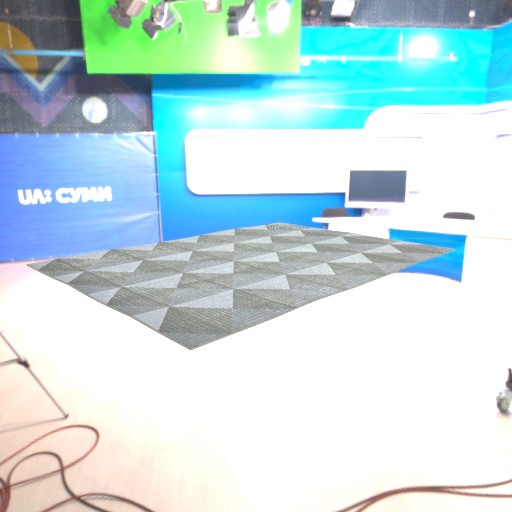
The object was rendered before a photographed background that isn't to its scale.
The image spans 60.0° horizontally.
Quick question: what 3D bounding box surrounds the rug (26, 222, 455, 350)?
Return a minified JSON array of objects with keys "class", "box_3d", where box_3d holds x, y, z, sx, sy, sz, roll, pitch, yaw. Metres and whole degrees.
[{"class":"rug","box_3d":[0.000,0.000,4.229,3.333,0.027,2.428,-13,19,-43]}]
